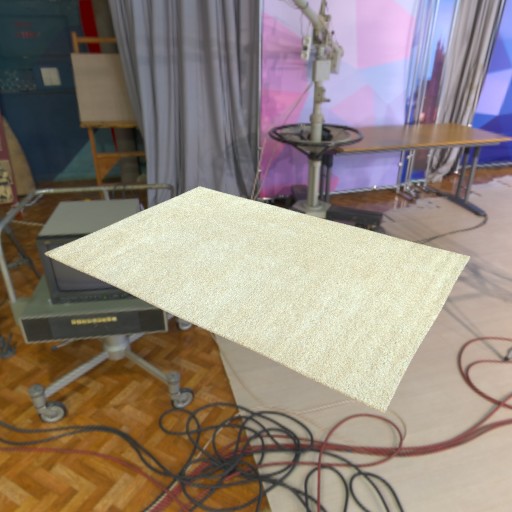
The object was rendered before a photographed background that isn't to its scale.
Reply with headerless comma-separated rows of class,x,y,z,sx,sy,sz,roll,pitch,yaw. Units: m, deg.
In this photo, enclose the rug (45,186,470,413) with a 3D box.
rug,0.000,0.000,3.380,2.699,0.025,1.800,18,34,30
